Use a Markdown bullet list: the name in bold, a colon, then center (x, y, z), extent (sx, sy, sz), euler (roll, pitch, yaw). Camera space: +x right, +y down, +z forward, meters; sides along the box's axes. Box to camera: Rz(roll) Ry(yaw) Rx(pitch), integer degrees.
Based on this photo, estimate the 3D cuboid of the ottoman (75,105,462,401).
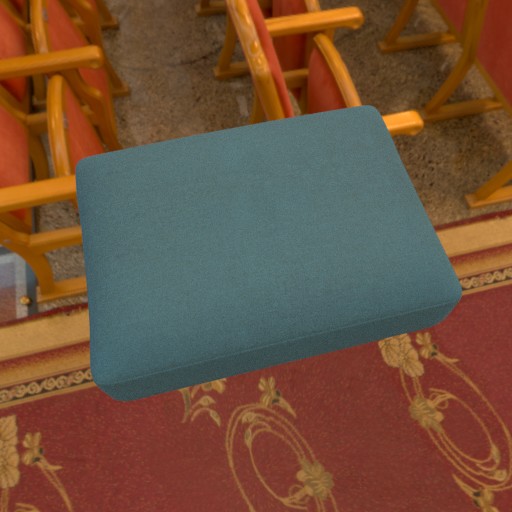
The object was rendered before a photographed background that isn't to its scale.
- **ottoman**: center (0.000, 0.000, 1.082), extent (0.749, 0.428, 0.549), euler (-12, 64, -6)
